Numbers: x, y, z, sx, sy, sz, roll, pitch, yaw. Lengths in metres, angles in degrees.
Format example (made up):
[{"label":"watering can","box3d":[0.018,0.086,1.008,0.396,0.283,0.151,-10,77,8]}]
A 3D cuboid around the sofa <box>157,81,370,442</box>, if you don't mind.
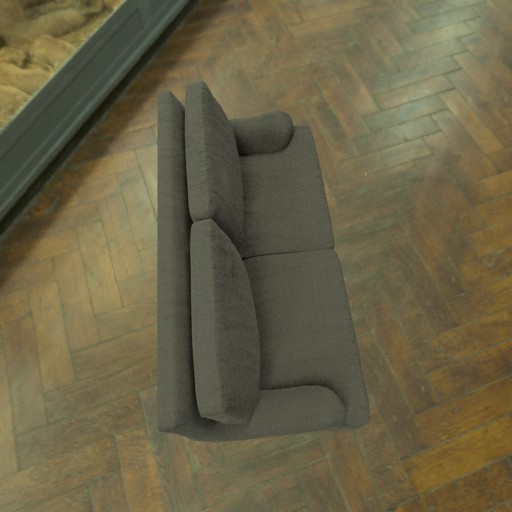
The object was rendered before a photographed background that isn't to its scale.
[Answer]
[{"label":"sofa","box3d":[0.000,0.000,2.832,1.086,1.087,2.165,-5,63,-3]}]
